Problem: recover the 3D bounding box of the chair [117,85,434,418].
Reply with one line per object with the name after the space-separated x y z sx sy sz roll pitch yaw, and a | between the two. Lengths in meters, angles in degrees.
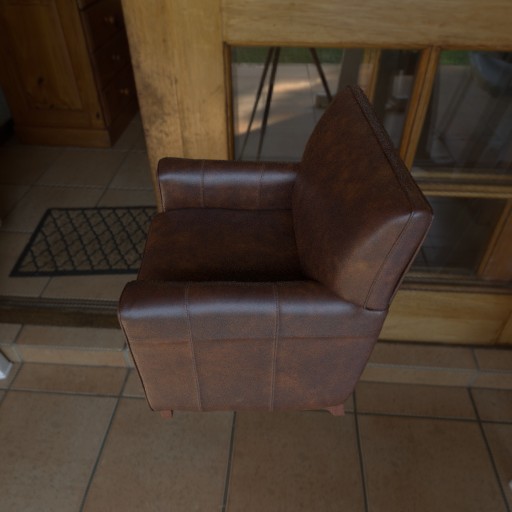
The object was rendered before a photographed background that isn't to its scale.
0.000 0.000 1.604 0.823 0.943 0.870 -1 41 -1 | chair
